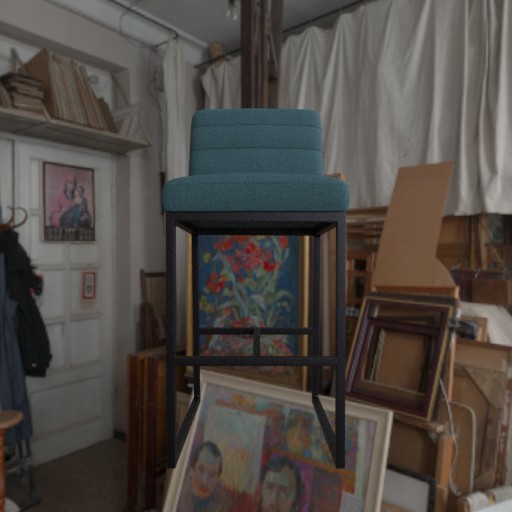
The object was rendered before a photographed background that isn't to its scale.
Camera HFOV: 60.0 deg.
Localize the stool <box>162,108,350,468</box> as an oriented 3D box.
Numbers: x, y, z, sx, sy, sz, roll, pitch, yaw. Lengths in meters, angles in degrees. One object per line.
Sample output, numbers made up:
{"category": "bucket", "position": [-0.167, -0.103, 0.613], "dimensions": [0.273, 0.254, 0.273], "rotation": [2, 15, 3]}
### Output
{"category": "stool", "position": [0.000, 0.000, 1.338], "dimensions": [0.460, 1.040, 0.560], "rotation": [0, 0, 0]}
